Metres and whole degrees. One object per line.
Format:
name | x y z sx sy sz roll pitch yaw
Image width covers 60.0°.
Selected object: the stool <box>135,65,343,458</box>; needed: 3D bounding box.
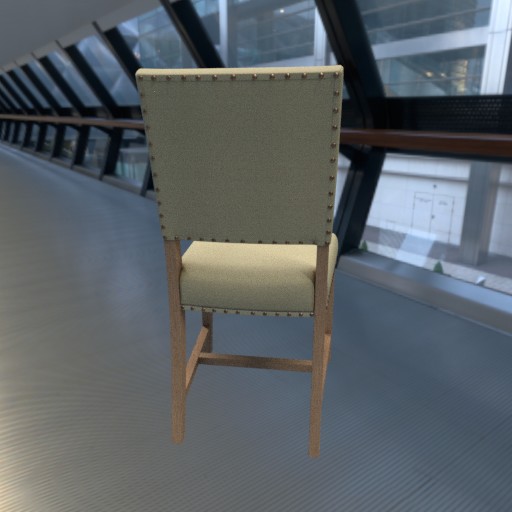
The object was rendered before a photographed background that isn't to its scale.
stool | 0.000 0.000 1.325 0.508 0.986 0.623 2 17 8
